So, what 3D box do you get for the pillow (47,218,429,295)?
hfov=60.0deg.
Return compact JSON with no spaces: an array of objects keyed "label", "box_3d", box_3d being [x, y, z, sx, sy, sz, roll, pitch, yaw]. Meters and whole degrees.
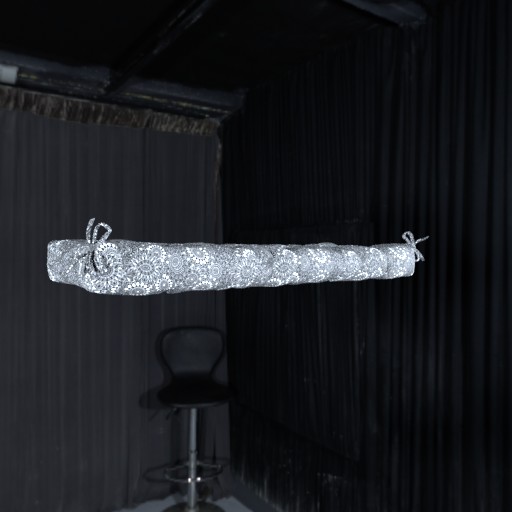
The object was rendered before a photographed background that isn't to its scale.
[{"label":"pillow","box_3d":[0.000,0.000,1.379,1.194,0.174,0.511,-1,1,-36]}]
